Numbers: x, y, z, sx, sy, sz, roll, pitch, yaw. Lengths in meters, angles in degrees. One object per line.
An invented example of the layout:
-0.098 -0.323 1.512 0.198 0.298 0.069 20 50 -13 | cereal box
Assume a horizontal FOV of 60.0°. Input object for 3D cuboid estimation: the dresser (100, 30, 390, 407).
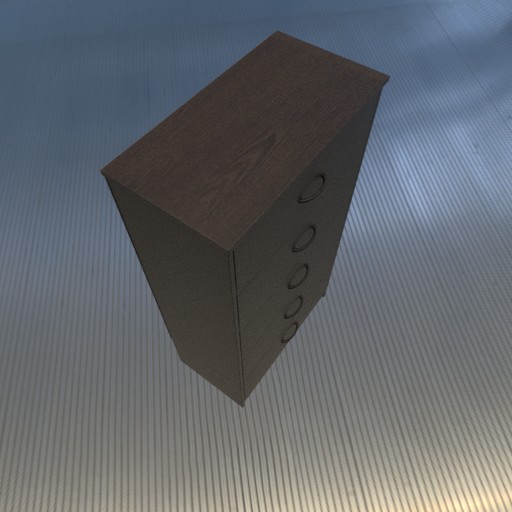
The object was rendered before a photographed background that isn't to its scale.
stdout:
0.000 0.000 1.626 0.418 1.254 0.704 32 62 19 | dresser
